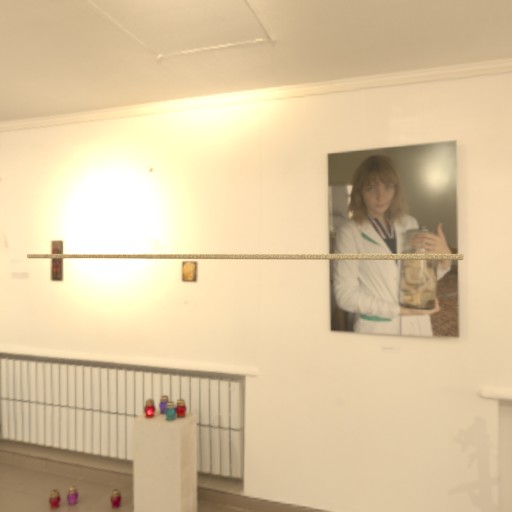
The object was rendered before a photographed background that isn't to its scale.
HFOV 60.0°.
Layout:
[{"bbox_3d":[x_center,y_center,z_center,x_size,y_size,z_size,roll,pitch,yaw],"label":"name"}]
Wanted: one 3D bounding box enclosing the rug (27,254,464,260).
[{"bbox_3d":[0.000,0.000,2.951,2.346,0.025,1.500,0,0,18],"label":"rug"}]
